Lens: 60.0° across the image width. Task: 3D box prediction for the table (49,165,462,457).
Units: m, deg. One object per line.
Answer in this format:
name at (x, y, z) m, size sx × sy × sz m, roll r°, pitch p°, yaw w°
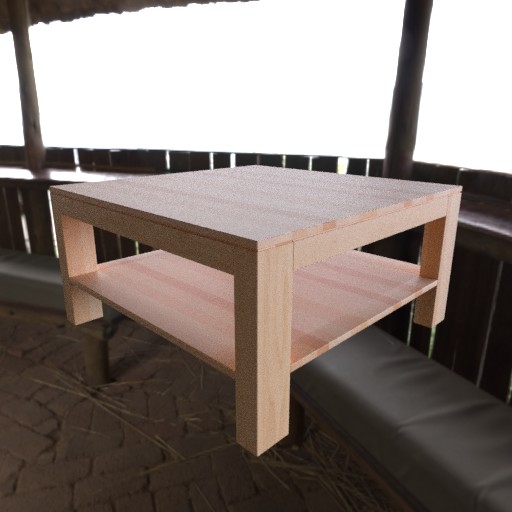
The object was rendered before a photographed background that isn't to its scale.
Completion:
table at (0.000, 0.000, 1.430) m, size 0.900 × 0.450 × 0.900 m, roll 16°, pitch 24°, yaw 42°
